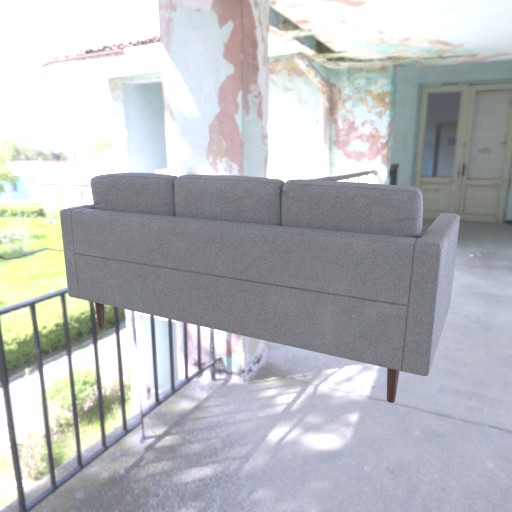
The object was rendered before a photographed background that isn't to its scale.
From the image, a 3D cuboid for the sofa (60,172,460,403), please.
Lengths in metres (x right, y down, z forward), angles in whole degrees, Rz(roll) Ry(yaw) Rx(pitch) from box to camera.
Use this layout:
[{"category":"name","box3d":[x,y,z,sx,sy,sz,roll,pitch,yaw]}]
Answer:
[{"category":"sofa","box3d":[0.000,0.000,2.474,1.983,0.918,0.944,7,16,27]}]
